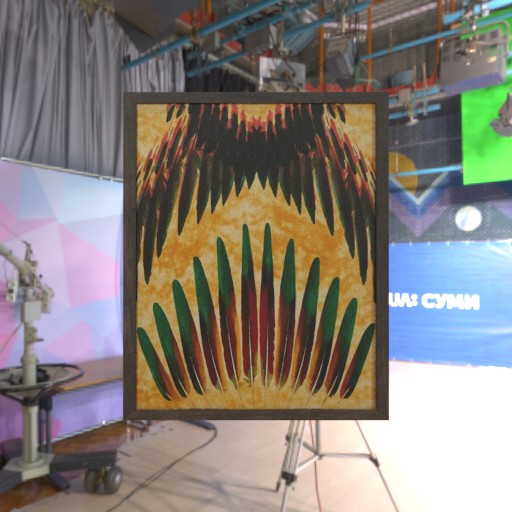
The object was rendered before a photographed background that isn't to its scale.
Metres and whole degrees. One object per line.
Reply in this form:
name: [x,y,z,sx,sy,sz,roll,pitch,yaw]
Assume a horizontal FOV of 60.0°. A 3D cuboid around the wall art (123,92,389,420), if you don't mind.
wall art: [0.000,0.000,0.561,0.329,0.406,0.027,0,0,0]
